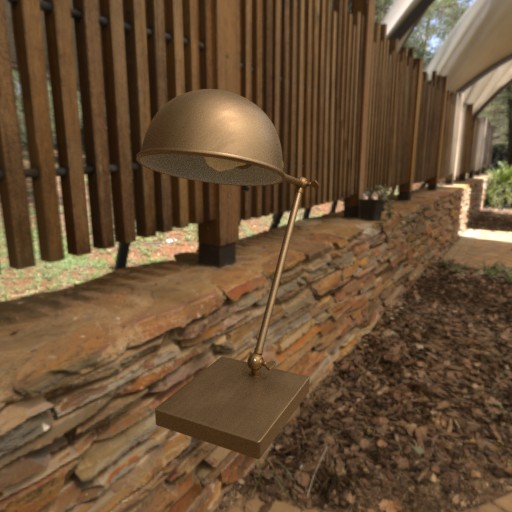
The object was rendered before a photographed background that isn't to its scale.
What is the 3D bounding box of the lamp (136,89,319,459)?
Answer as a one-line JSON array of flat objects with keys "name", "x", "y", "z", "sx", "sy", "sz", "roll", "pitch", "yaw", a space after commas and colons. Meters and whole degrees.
[{"name": "lamp", "x": 0.000, "y": 0.000, "z": 0.556, "sx": 0.149, "sy": 0.371, "sz": 0.339, "roll": 7, "pitch": 15, "yaw": 26}]
